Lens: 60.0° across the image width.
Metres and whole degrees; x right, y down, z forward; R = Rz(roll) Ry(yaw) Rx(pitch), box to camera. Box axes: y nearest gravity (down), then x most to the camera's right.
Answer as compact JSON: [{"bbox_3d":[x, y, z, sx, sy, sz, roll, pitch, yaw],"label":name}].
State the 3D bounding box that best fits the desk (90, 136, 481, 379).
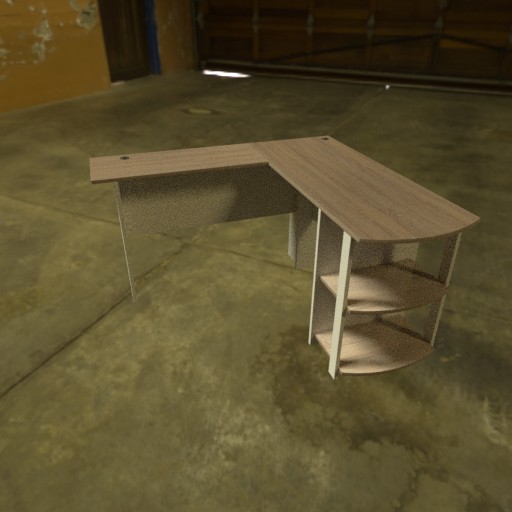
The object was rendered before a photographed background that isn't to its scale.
[{"bbox_3d":[0.000,0.000,2.110,1.361,0.716,1.303,-10,31,-16],"label":"desk"}]
